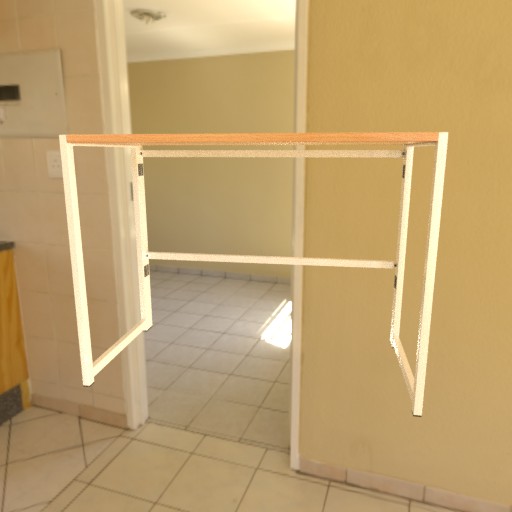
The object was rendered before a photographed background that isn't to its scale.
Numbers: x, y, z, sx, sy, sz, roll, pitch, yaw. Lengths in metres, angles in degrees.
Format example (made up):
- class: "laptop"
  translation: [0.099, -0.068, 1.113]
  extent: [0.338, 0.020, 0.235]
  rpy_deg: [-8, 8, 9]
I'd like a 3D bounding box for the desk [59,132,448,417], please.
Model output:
- class: "desk"
  translation: [0.000, 0.000, 1.464]
  extent: [1.016, 0.762, 0.508]
  rpy_deg: [2, 13, 9]
